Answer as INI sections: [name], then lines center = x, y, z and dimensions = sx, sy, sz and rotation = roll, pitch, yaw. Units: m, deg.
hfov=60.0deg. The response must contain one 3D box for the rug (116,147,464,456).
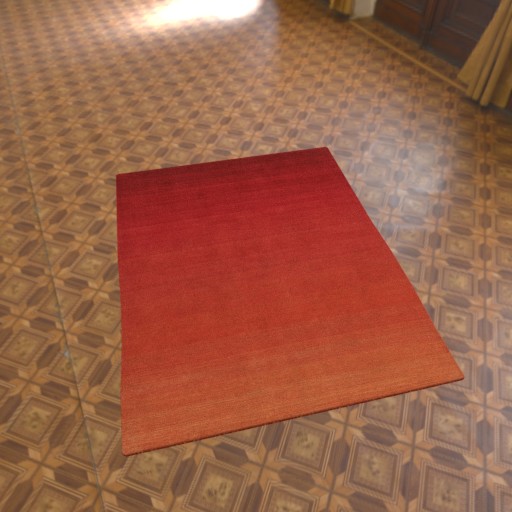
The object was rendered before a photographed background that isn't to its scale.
[rug]
center = 0.000, 0.000, 3.840
dimensions = 2.340, 0.028, 2.905
rotation = -10, 48, -9
